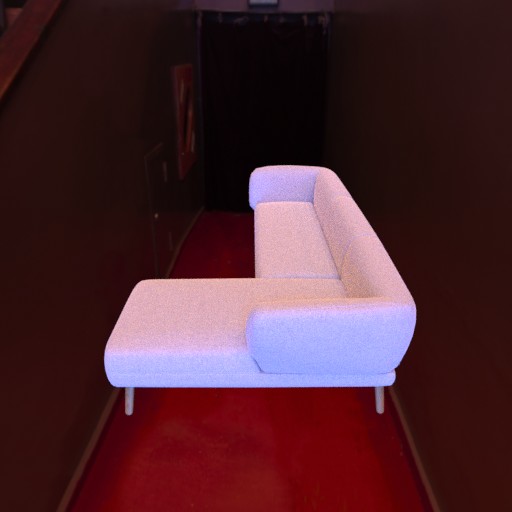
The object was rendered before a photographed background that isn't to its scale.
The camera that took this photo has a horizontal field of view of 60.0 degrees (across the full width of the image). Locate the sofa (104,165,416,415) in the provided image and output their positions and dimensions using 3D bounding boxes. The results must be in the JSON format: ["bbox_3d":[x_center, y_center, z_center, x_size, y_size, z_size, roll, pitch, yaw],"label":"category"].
[{"bbox_3d":[0.000,0.000,3.358,1.610,0.730,2.660,0,26,0],"label":"sofa"}]
